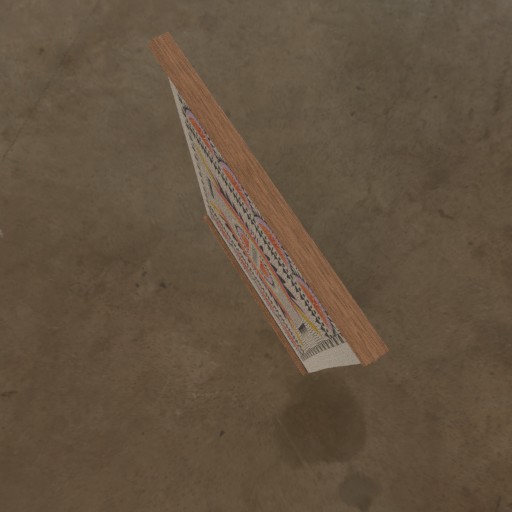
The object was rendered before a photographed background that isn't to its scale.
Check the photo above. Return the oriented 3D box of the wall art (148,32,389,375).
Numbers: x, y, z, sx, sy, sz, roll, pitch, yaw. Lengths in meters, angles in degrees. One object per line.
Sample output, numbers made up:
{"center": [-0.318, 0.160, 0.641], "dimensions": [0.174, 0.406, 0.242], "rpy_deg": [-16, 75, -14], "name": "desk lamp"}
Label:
{"center": [0.000, 0.000, 0.783], "dimensions": [0.028, 0.609, 0.456], "rpy_deg": [-31, 76, -8], "name": "wall art"}
